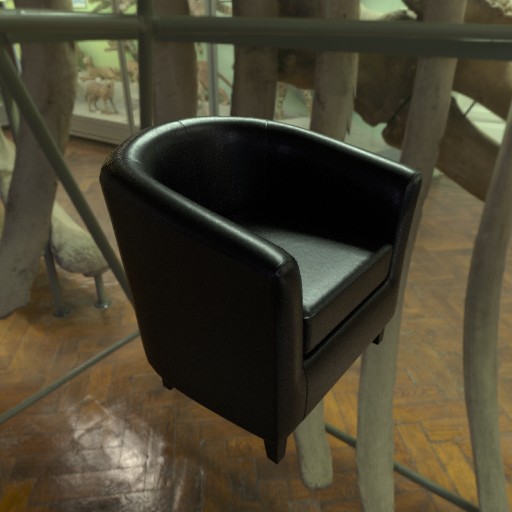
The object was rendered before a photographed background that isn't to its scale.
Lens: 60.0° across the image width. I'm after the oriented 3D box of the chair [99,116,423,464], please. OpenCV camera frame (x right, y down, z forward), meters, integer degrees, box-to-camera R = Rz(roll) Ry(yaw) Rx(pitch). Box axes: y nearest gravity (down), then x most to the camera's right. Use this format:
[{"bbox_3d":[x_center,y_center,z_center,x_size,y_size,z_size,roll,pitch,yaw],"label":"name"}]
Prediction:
[{"bbox_3d":[0.000,0.000,1.400,0.727,0.756,0.793,21,35,33],"label":"chair"}]
